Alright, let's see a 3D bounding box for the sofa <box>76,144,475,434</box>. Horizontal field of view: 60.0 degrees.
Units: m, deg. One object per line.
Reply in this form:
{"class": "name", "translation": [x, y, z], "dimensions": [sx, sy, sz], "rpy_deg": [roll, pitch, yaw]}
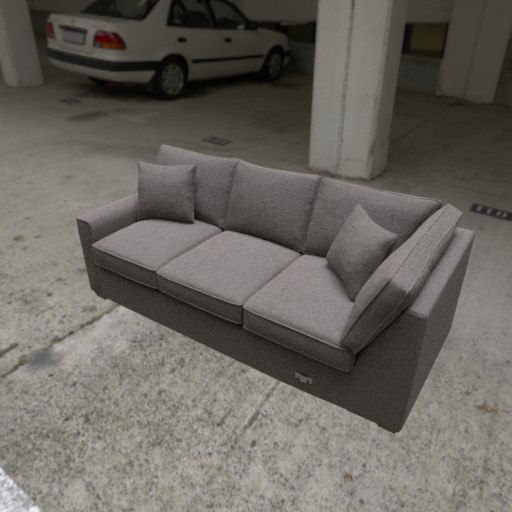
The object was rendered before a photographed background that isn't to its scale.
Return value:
{"class": "sofa", "translation": [0.000, 0.000, 2.833], "dimensions": [2.317, 0.962, 1.061], "rpy_deg": [18, 34, 29]}
